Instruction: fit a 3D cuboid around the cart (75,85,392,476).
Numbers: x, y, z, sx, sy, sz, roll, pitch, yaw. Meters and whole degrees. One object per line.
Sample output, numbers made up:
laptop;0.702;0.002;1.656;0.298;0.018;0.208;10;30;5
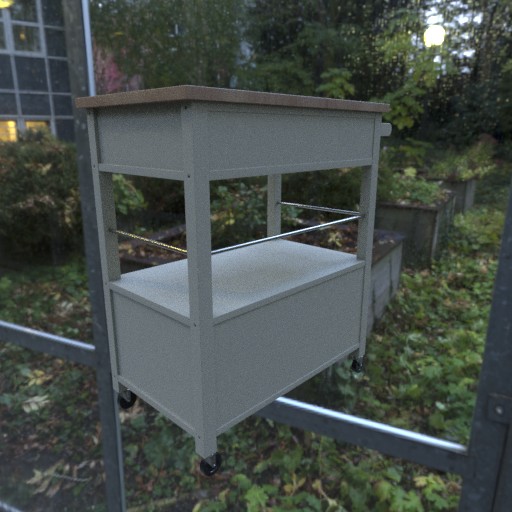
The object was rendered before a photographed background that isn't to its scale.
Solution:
cart;0.000;0.000;1.371;0.459;0.901;0.840;14;21;42
